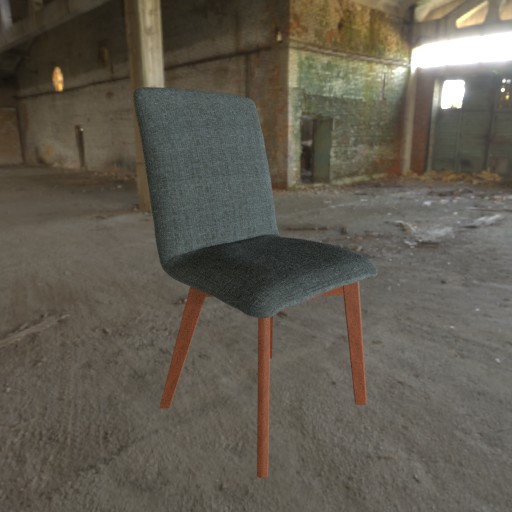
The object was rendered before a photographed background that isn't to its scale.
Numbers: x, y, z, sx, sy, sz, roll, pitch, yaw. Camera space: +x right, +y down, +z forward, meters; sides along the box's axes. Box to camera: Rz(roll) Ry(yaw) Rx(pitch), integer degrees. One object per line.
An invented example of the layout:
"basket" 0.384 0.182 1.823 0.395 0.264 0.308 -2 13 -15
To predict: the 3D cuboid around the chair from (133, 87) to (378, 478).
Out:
"chair" 0.000 0.000 1.339 0.522 0.974 0.563 -14 20 -42
